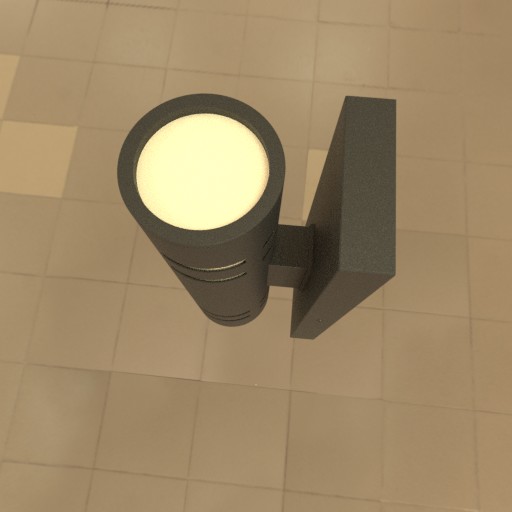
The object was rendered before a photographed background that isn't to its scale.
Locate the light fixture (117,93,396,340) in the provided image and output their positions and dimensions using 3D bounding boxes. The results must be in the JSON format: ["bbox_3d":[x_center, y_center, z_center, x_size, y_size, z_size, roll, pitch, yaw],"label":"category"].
[{"bbox_3d":[0.000,0.000,0.396,0.149,0.330,0.105,5,74,1],"label":"light fixture"}]
